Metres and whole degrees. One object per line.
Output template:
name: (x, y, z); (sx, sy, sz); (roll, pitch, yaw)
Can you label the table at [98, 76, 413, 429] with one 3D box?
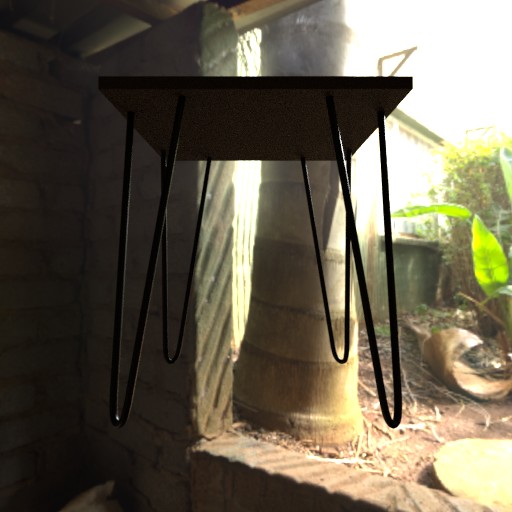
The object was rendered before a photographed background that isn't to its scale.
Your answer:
table: (0.000, 0.000, 0.940); (0.495, 0.559, 0.495); (0, -1, 0)
